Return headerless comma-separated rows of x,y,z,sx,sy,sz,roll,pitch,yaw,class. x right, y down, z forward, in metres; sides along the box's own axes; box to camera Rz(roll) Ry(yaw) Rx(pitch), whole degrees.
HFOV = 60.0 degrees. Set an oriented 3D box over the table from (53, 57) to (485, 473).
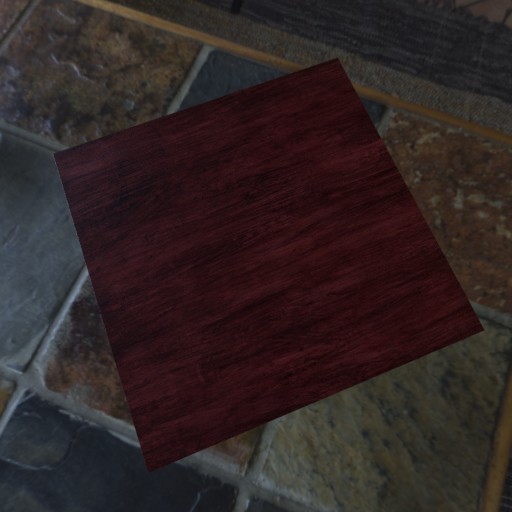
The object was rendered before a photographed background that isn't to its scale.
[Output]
0.000,0.000,1.326,0.865,0.356,0.865,-21,75,-6,table
